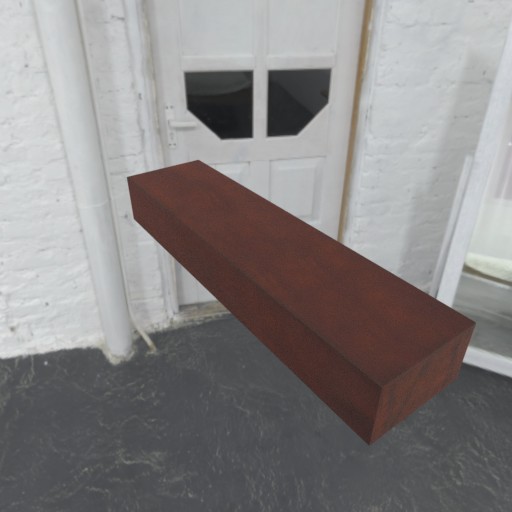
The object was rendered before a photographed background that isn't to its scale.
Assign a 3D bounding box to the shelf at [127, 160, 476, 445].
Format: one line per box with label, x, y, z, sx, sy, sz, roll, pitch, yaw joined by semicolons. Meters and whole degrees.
shelf;0.000;0.000;0.674;0.152;0.088;0.607;-21;38;-29
